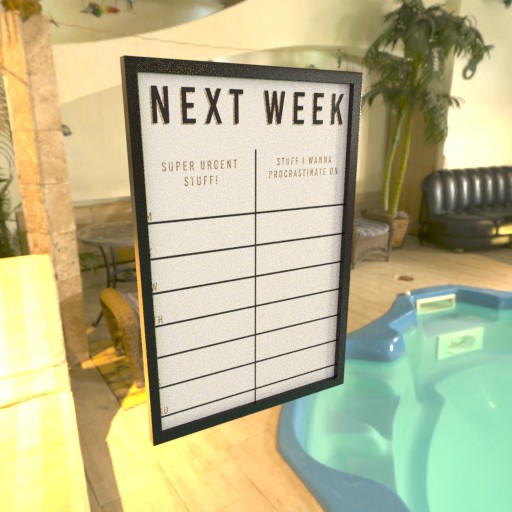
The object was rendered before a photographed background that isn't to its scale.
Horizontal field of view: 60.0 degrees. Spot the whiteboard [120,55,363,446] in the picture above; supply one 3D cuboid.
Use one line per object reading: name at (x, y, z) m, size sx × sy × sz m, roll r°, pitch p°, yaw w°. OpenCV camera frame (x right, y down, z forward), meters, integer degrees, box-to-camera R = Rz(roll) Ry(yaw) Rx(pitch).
whiteboard at (0.000, 0.000, 0.767) m, size 0.406 × 0.611 × 0.026 m, roll -9°, pitch 18°, yaw -27°
